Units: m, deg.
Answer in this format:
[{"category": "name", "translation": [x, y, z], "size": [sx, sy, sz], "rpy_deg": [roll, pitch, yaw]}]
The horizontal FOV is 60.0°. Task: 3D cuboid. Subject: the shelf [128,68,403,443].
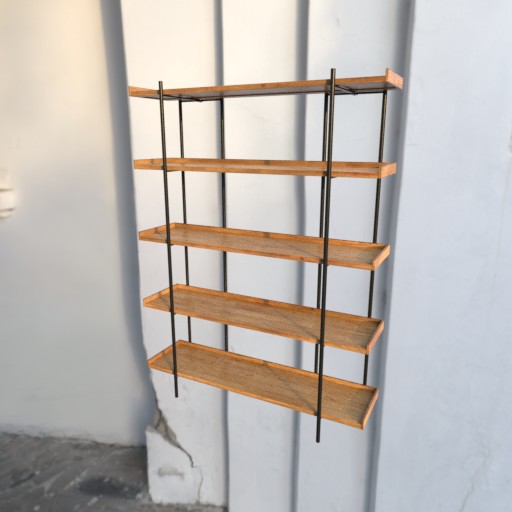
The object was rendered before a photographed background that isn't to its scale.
[{"category": "shelf", "translation": [0.000, 0.000, 2.455], "size": [1.371, 1.826, 0.379], "rpy_deg": [7, 16, 26]}]
